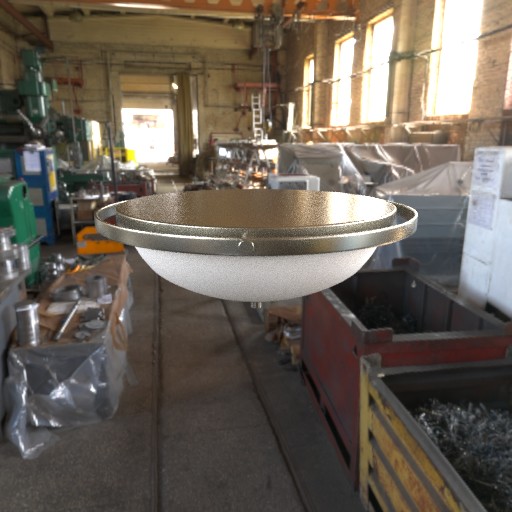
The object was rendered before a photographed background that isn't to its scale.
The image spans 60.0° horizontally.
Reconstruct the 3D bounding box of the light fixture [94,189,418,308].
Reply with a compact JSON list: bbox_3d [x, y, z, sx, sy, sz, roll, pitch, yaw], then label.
[{"bbox_3d":[0.000,0.000,0.539,0.361,0.130,0.361,0,14,0],"label":"light fixture"}]
